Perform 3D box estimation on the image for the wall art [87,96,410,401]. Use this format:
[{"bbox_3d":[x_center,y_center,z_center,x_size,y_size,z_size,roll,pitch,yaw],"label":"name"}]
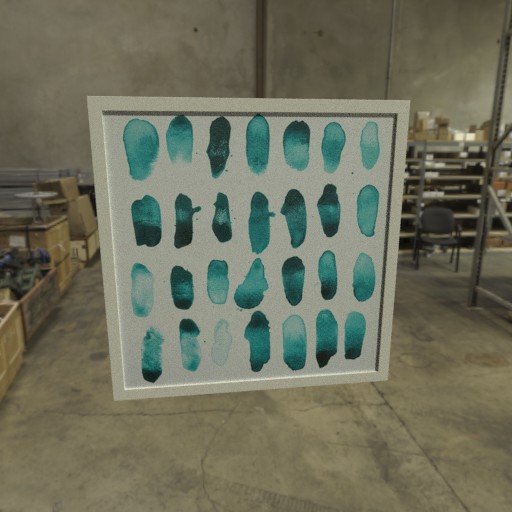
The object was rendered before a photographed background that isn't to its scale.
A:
[{"bbox_3d":[0.000,0.000,1.210,0.812,0.813,0.013,-2,14,-8],"label":"wall art"}]
